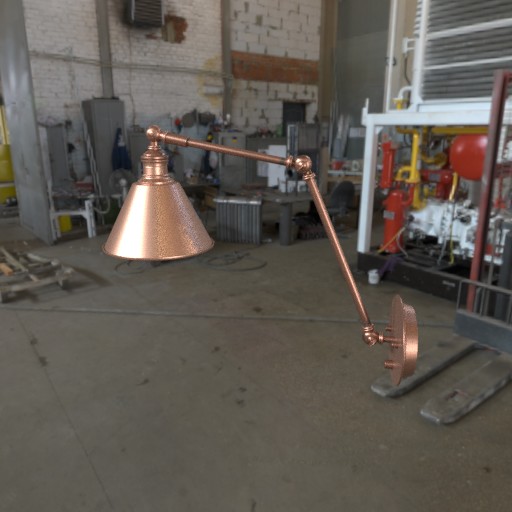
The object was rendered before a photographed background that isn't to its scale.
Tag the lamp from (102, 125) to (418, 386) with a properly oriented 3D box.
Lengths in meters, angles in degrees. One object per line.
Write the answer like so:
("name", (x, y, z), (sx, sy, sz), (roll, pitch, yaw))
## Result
("lamp", (0.000, 0.000, 0.887), (0.624, 0.502, 0.223), (2, 16, 9))
